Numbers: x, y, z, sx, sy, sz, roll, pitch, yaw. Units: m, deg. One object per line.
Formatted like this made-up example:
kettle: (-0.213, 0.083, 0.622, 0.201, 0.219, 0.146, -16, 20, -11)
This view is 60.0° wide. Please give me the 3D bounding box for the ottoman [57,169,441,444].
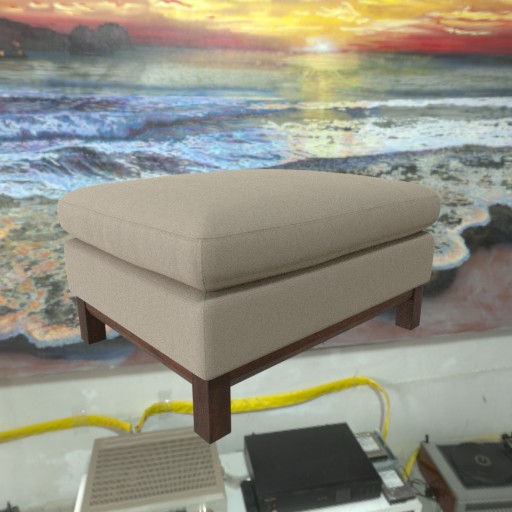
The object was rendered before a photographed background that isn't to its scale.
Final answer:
ottoman: (0.000, 0.000, 1.118, 0.771, 0.420, 0.606, -14, 20, -41)
